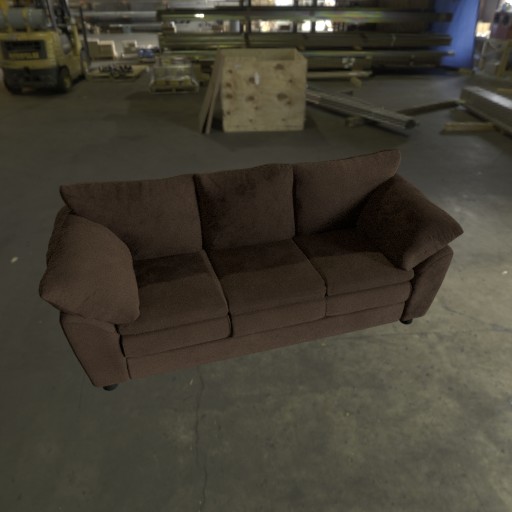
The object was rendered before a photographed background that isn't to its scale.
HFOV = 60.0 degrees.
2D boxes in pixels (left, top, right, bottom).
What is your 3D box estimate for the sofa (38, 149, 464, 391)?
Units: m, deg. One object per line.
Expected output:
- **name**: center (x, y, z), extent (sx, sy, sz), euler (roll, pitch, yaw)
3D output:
- **sofa**: center (0.000, 0.000, 2.765), extent (2.336, 1.015, 0.878), euler (-9, 33, -15)
